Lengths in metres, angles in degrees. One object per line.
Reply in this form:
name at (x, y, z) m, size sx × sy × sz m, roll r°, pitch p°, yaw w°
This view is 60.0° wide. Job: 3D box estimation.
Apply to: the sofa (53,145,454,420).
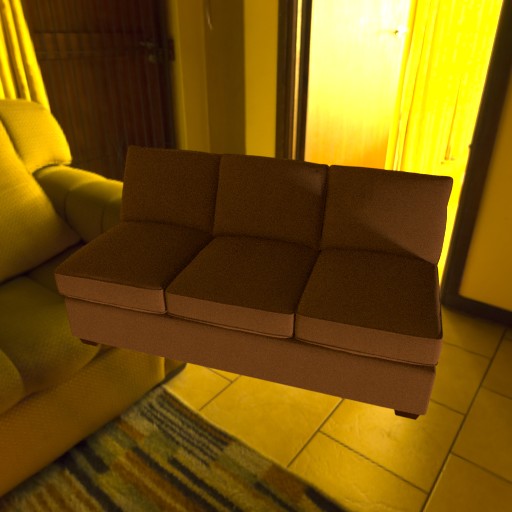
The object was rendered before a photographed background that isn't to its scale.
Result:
sofa at (0.000, 0.000, 2.663) m, size 2.092 × 1.036 × 1.127 m, roll 8°, pitch 28°, yaw 16°
